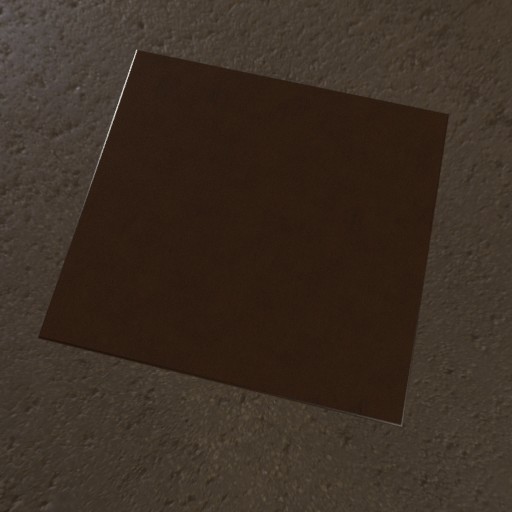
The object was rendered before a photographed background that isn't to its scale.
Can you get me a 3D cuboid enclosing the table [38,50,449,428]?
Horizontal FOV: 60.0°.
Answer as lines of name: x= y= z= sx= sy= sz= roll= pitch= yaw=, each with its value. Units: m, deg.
table: x=0.000 y=0.000 z=1.038 sx=0.602 sy=0.562 sz=0.560 roll=13 pitch=77 yaw=3
